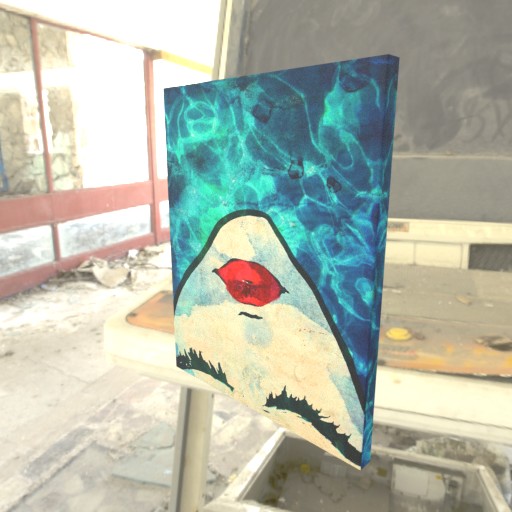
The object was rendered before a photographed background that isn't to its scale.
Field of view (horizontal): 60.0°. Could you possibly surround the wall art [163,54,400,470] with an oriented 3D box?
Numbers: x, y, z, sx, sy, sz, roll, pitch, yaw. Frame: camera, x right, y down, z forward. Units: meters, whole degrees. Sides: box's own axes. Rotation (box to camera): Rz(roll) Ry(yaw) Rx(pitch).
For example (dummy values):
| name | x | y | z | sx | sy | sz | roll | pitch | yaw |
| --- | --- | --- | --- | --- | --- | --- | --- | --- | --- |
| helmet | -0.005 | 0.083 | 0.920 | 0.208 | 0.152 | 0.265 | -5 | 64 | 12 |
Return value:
| name | x | y | z | sx | sy | sz | roll | pitch | yaw |
| --- | --- | --- | --- | --- | --- | --- | --- | --- | --- |
| wall art | 0.000 | 0.000 | 1.000 | 0.609 | 0.760 | 0.038 | 13 | 19 | 42 |
